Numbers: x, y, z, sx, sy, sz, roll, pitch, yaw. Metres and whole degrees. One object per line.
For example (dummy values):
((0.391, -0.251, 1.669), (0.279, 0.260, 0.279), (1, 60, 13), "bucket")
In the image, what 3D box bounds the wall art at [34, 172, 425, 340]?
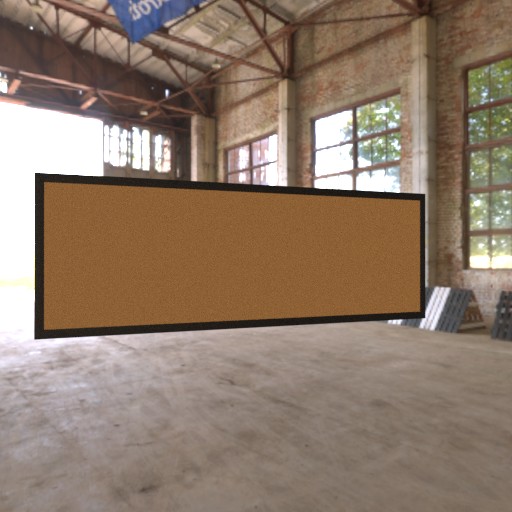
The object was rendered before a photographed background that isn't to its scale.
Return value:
((0.000, 0.000, 0.958), (0.860, 0.303, 0.037), (0, 0, -19), "wall art")
